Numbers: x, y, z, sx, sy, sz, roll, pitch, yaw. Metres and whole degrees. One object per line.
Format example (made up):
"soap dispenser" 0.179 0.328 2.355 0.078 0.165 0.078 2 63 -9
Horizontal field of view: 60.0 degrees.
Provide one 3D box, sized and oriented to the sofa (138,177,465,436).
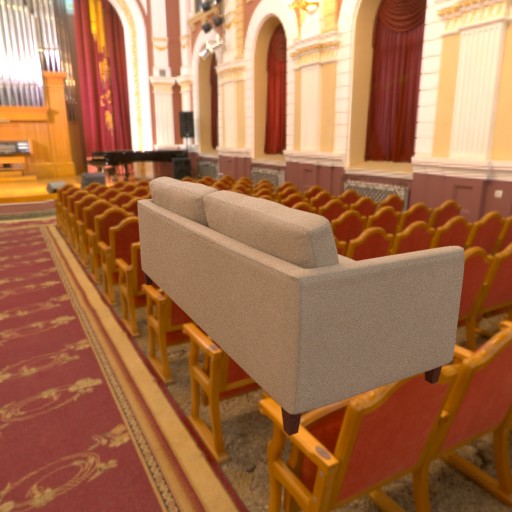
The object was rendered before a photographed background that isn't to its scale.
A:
"sofa" 0.000 0.000 2.895 0.988 0.912 2.404 -8 17 -27
